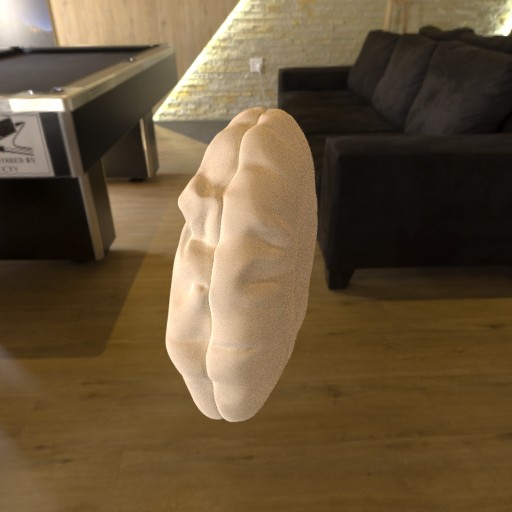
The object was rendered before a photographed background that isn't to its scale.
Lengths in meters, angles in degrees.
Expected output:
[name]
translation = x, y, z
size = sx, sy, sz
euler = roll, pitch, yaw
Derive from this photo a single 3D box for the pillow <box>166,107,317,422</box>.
[pillow]
translation = 0.000, 0.000, 0.642
size = 0.148, 0.407, 0.428
euler = 7, 30, 12
